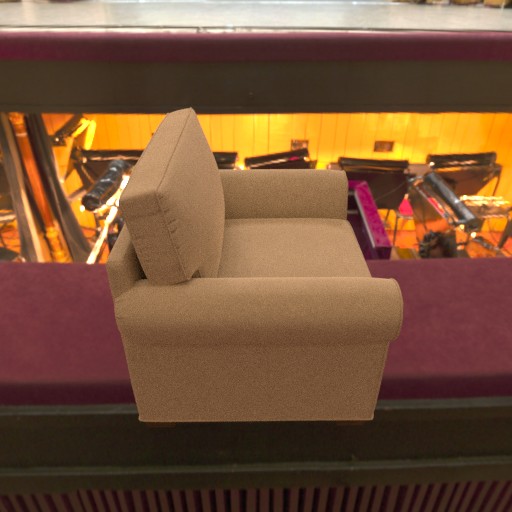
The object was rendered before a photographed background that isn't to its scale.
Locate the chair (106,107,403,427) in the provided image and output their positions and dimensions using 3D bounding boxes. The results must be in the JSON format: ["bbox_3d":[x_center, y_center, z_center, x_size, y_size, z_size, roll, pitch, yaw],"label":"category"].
[{"bbox_3d":[0.000,0.000,1.745,0.863,0.955,1.040,0,33,-1],"label":"chair"}]
